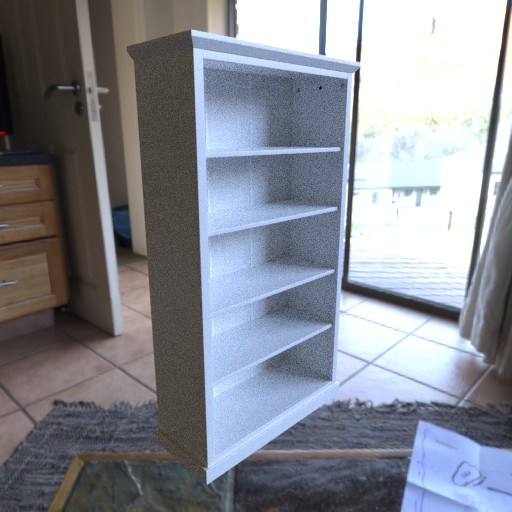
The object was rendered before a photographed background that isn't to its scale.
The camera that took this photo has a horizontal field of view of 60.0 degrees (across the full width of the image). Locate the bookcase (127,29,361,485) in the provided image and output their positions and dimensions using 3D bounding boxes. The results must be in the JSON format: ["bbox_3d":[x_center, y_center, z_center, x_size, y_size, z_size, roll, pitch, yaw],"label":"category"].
[{"bbox_3d":[0.000,0.000,2.252,1.050,1.880,0.432,-15,22,-43],"label":"bookcase"}]
